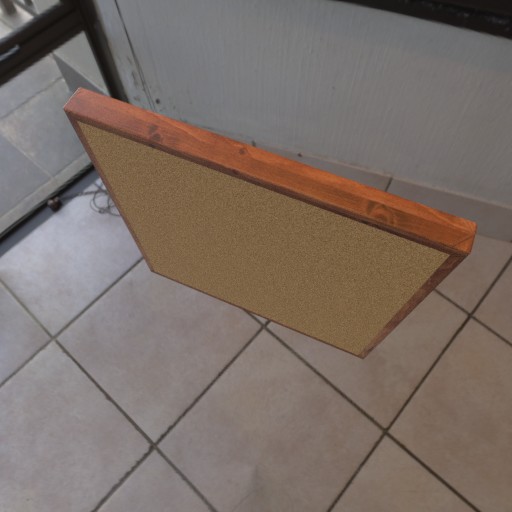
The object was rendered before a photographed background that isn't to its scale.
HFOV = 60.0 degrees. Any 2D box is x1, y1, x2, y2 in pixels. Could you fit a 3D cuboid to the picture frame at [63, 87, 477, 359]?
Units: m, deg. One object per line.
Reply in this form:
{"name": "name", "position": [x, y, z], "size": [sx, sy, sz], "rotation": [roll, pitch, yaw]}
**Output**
{"name": "picture frame", "position": [0.000, 0.000, 0.518], "size": [0.352, 0.356, 0.028], "rotation": [21, 66, 10]}
